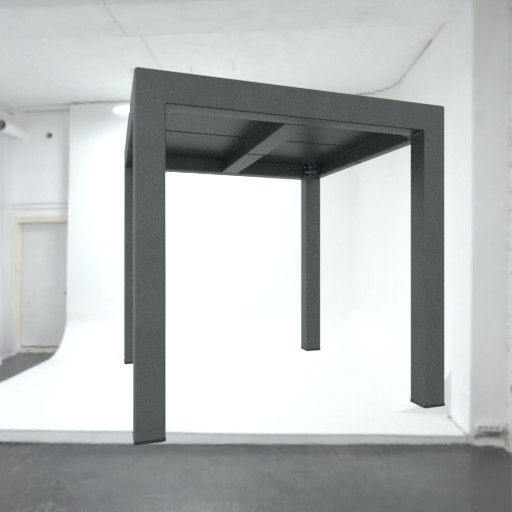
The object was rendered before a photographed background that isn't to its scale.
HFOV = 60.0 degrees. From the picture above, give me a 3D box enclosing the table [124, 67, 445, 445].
[{"bbox_3d":[0.000,0.000,0.911,0.508,0.508,0.508,0,0,-18],"label":"table"}]
